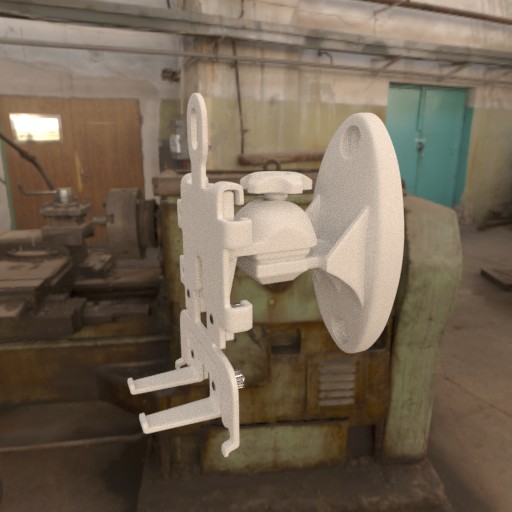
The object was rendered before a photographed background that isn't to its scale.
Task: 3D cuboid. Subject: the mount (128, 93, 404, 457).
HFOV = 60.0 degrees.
[{"bbox_3d":[0.000,0.000,0.173,0.100,0.118,0.066,-7,17,-23],"label":"mount"}]
